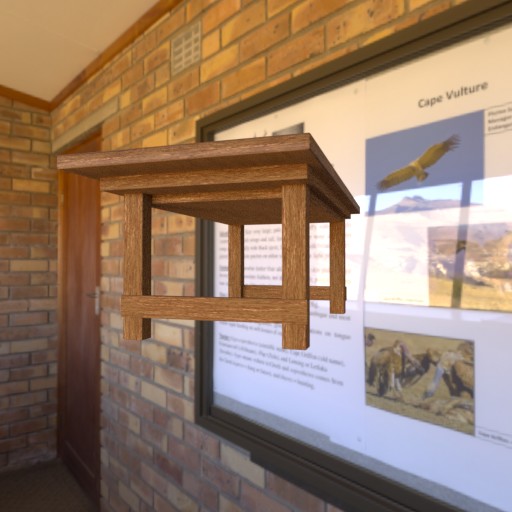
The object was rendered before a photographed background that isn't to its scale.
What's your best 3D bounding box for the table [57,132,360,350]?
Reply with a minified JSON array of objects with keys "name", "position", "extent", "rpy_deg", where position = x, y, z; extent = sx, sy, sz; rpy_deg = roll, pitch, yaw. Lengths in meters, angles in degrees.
[{"name":"table","position":[0.000,0.000,2.513],"extent":[1.000,0.762,1.982],"rpy_deg":[0,-1,18]}]
